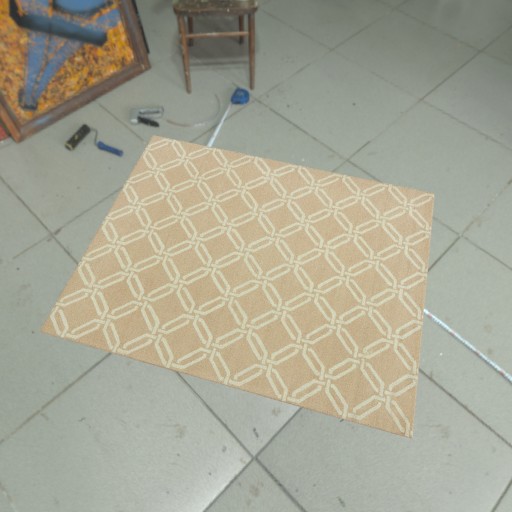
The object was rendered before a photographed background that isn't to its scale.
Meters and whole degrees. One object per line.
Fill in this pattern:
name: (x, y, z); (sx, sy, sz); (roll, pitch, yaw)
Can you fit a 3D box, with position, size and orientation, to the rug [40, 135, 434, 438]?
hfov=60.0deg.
rug: (0.000, 0.000, 3.860); (2.895, 0.018, 2.288); (14, 59, 8)
